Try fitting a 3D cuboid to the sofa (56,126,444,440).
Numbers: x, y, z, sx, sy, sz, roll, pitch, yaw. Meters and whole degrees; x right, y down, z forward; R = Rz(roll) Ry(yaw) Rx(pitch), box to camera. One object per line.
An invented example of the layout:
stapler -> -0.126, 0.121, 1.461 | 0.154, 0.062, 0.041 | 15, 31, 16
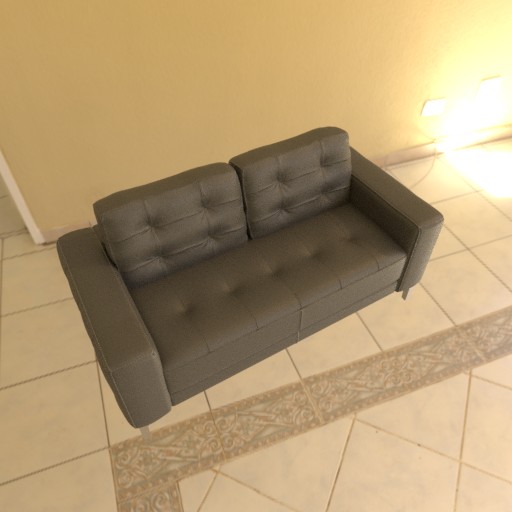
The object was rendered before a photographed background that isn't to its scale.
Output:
sofa -> 0.000, 0.000, 2.244 | 1.726, 0.892, 0.833 | -23, 50, -21
